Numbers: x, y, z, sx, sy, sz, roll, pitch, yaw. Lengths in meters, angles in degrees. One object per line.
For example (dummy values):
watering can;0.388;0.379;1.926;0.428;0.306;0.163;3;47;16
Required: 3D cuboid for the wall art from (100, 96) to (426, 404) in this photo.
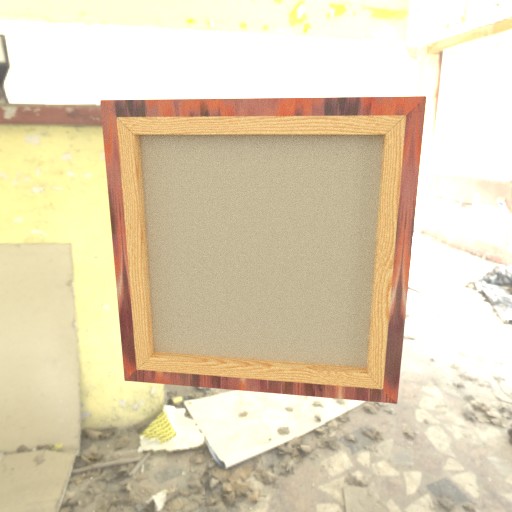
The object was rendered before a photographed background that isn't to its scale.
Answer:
wall art;0.000;0.000;0.908;0.603;0.609;0.037;2;15;8
